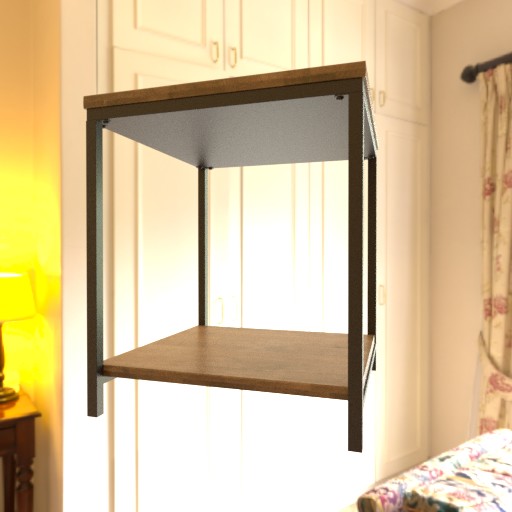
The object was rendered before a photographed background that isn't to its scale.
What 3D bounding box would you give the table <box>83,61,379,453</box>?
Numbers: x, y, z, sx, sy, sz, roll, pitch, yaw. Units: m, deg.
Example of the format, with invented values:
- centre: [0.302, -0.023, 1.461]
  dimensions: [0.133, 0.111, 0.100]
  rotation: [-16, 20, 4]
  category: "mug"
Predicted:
- centre: [0.000, 0.000, 0.981]
  dimensions: [0.503, 0.589, 0.507]
  rotation: [0, 1, 18]
  category: "table"
